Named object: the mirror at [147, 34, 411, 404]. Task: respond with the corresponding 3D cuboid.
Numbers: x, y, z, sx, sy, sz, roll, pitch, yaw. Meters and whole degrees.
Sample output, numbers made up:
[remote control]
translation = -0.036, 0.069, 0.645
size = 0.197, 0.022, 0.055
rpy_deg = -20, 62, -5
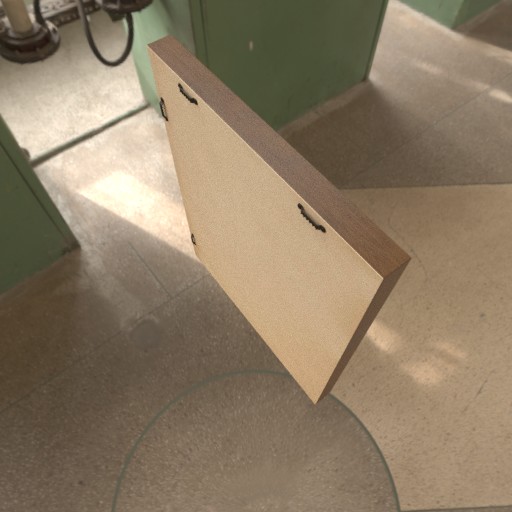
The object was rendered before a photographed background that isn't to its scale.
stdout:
[mirror]
translation = 0.000, 0.000, 0.687
size = 0.041, 0.508, 0.405
rpy_deg = -33, 65, -18
